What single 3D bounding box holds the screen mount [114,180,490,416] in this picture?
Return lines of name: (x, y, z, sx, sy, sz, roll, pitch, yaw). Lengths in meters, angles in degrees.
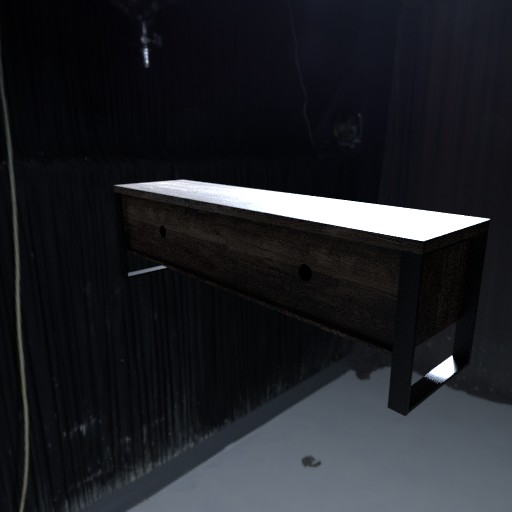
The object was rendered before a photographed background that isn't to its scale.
screen mount: (0.000, 0.000, 1.715, 0.395, 0.450, 1.524, -14, 20, -41)
